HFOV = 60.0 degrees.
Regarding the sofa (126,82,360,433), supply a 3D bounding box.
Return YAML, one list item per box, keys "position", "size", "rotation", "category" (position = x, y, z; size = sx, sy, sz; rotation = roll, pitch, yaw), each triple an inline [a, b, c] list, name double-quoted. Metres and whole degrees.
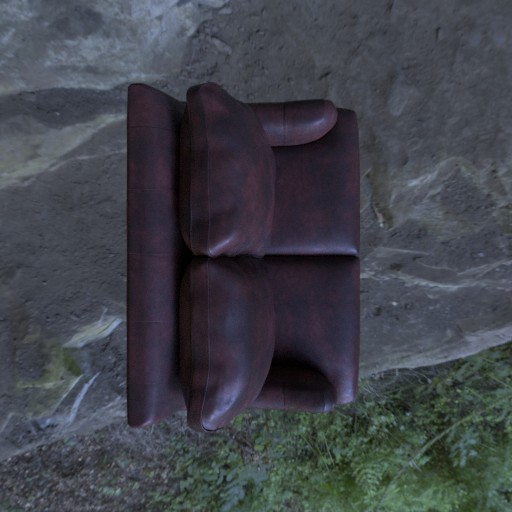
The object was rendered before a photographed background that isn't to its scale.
- position: [0.000, 0.000, 2.382]
  size: [1.148, 1.070, 1.628]
  rotation: [0, 90, -1]
  category: "sofa"
